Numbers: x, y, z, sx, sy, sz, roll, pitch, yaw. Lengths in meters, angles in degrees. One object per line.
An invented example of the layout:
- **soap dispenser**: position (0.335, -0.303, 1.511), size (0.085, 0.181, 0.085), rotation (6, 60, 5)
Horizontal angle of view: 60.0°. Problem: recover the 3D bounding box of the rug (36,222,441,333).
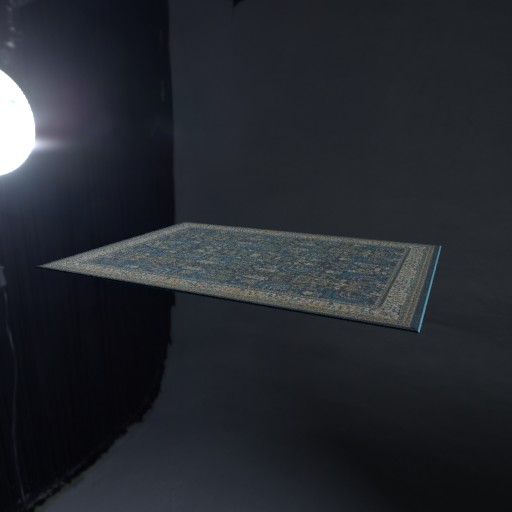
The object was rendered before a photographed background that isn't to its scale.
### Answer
- **rug**: position (0.000, 0.000, 4.071), size (3.044, 0.015, 2.226), rotation (7, 17, 24)
